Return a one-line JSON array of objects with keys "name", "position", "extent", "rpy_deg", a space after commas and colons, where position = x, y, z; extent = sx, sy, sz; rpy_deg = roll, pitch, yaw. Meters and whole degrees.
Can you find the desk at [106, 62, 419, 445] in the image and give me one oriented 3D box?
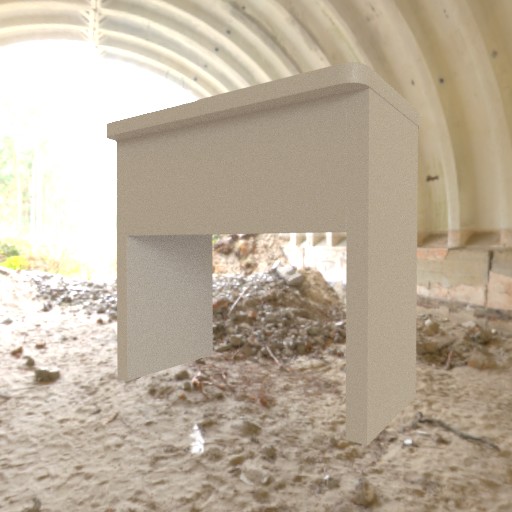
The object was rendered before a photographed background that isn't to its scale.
[{"name": "desk", "position": [0.000, 0.000, 1.248], "extent": [0.790, 0.760, 0.446], "rpy_deg": [1, 2, 35]}]
